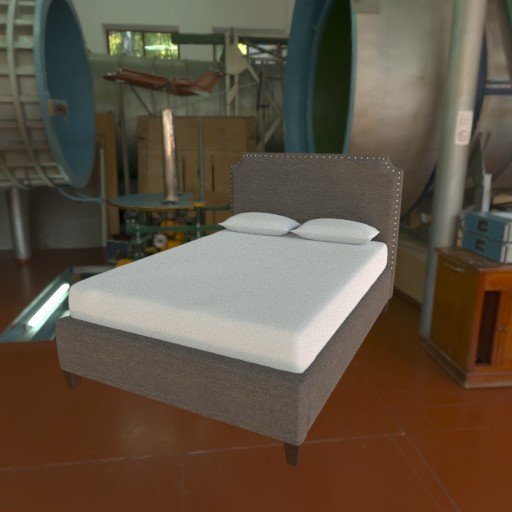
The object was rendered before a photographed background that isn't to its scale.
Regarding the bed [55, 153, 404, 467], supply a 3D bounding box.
[{"bbox_3d":[0.000,0.000,3.395,1.713,1.457,2.381,7,17,26],"label":"bed"}]
